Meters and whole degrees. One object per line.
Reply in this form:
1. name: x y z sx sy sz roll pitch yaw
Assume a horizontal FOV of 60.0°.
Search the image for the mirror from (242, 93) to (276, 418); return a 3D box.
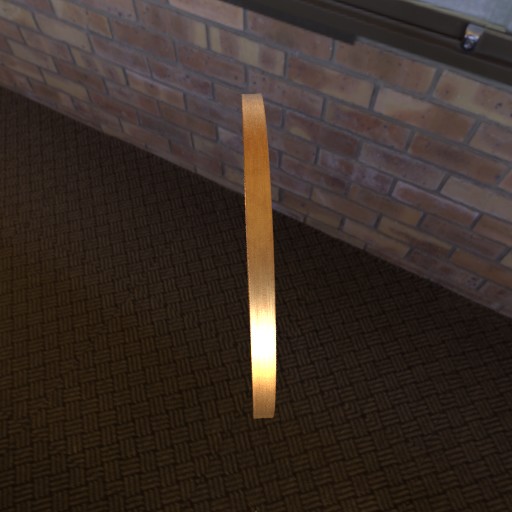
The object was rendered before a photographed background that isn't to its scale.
1. mirror: 0.000 0.000 0.822 0.032 0.565 0.565 -2 60 -1
